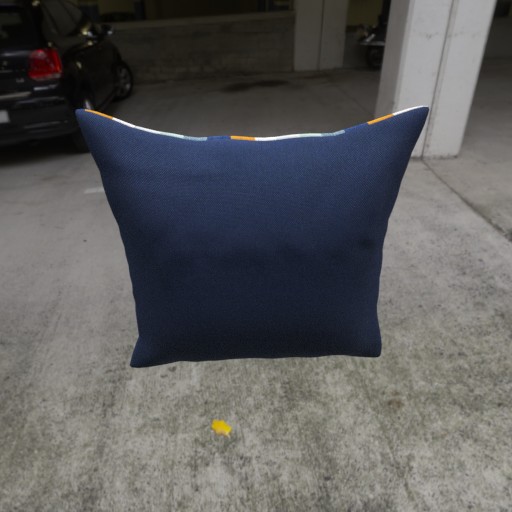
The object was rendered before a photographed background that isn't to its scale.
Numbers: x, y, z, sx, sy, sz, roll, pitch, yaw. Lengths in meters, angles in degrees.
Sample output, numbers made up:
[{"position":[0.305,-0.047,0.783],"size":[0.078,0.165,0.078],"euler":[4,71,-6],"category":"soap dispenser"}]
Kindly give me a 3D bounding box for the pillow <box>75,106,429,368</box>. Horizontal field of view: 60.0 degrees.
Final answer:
[{"position":[0.000,0.000,0.696],"size":[0.463,0.454,0.173],"euler":[-2,31,-3],"category":"pillow"}]
